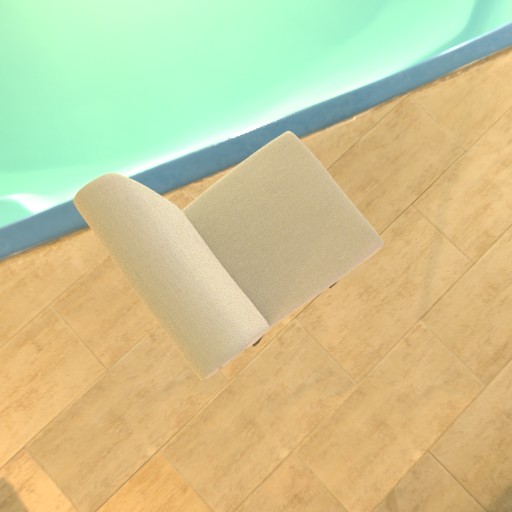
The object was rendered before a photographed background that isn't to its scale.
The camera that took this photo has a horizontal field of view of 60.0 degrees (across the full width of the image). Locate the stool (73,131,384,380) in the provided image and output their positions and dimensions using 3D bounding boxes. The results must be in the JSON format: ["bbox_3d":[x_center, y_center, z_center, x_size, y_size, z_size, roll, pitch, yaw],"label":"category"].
[{"bbox_3d":[0.000,0.000,1.412,0.597,1.124,0.452,-37,80,-7],"label":"stool"}]
